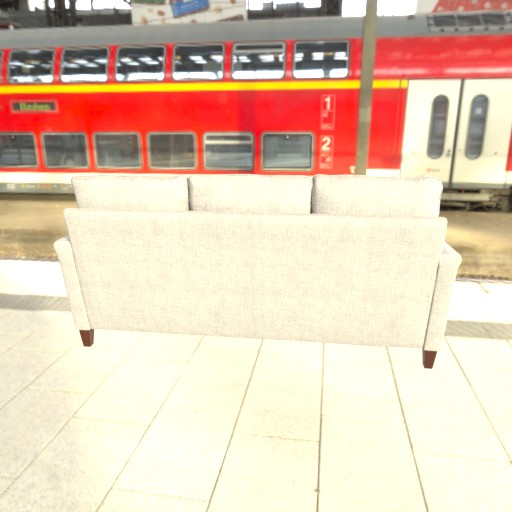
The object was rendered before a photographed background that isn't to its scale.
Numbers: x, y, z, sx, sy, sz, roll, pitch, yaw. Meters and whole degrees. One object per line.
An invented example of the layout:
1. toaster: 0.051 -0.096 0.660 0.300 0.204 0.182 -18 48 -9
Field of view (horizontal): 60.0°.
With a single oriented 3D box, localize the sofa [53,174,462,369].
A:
1. sofa: 0.000 0.000 2.454 1.925 0.959 0.828 2 16 7
